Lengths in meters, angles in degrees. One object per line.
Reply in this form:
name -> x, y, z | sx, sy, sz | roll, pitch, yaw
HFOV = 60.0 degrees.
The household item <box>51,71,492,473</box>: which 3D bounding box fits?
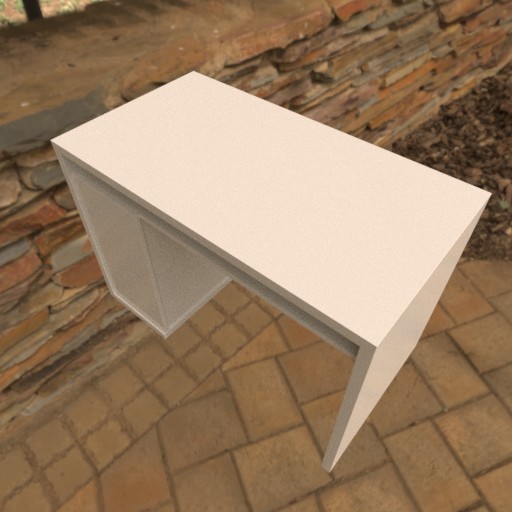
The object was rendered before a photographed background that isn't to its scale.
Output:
household item -> 0.000, 0.000, 1.511 | 1.100, 0.749, 0.597 | 32, 55, 26
